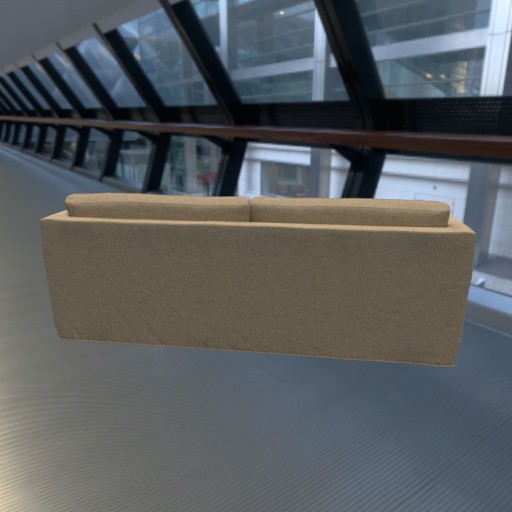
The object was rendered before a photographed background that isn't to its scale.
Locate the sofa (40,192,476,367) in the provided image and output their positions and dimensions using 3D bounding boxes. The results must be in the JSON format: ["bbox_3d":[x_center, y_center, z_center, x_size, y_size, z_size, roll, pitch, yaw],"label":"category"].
[{"bbox_3d":[0.000,0.000,2.797,2.312,0.853,0.962,2,17,8],"label":"sofa"}]
